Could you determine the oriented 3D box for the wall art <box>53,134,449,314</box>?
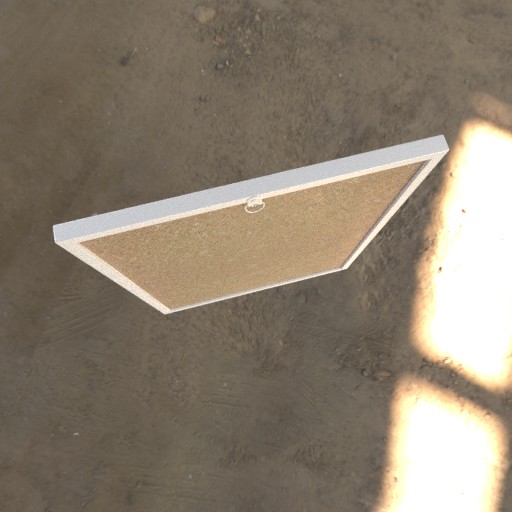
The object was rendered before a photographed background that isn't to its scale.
[{"bbox_3d":[0.000,0.000,1.391,0.805,1.056,0.042,-14,76,-4],"label":"wall art"}]
